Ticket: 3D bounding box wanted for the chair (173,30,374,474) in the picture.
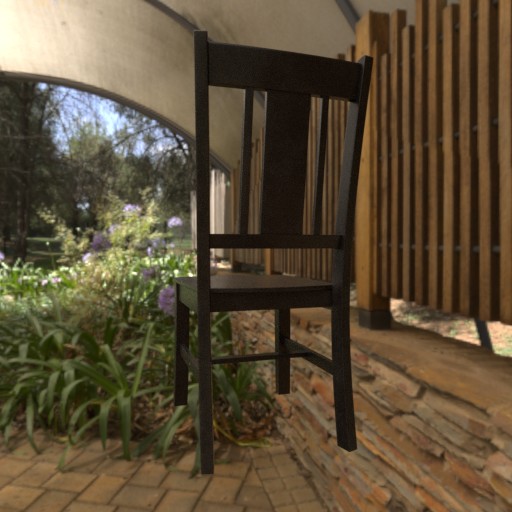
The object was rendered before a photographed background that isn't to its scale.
[{"bbox_3d":[0.000,0.000,1.283,0.450,0.998,0.555,0,1,-18],"label":"chair"}]
